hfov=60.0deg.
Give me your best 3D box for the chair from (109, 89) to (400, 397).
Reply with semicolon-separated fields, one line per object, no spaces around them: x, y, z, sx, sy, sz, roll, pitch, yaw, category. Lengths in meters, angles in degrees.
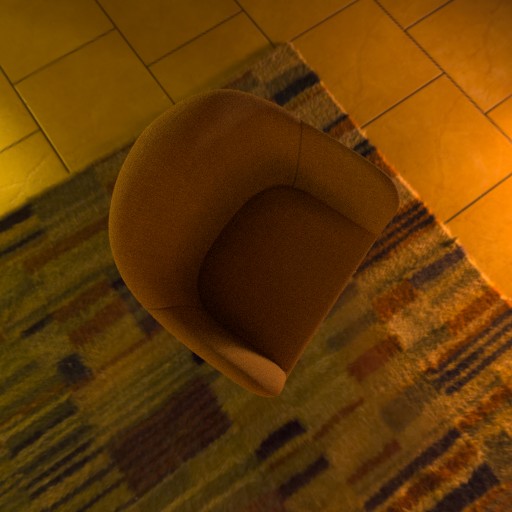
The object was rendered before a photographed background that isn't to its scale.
0.000;0.000;1.208;0.550;0.795;0.590;34;78;8;chair
